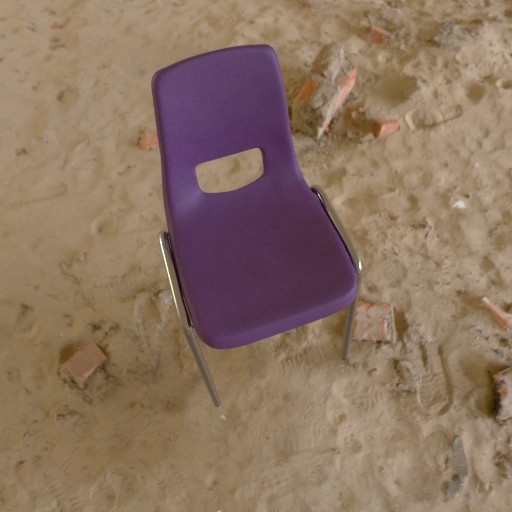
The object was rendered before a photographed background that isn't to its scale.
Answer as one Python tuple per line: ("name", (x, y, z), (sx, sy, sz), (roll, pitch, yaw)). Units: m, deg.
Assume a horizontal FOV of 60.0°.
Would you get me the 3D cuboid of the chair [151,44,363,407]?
("chair", (0.000, 0.000, 0.949), (0.381, 0.704, 0.432), (-18, 65, -8))
